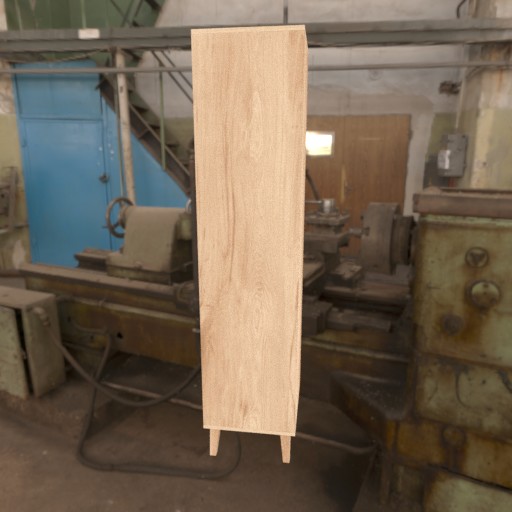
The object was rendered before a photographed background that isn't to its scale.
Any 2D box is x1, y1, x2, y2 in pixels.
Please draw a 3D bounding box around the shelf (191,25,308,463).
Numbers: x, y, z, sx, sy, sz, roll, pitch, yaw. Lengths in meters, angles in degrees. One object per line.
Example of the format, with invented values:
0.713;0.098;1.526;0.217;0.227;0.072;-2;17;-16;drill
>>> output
0.000;0.000;2.205;0.450;1.960;0.510;2;14;8;shelf
